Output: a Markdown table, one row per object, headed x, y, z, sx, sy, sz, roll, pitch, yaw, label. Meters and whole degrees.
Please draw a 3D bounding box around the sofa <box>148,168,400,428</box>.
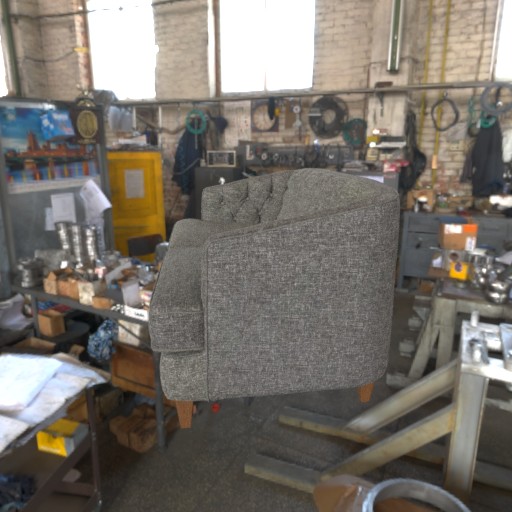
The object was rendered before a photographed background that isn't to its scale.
| x | y | z | sx | sy | sz | roll | pitch | yaw | label |
| --- | --- | --- | --- | --- | --- | --- | --- | --- | --- |
| 0.000 | 0.000 | 2.316 | 0.941 | 0.855 | 1.733 | -2 | 14 | -7 | sofa |
